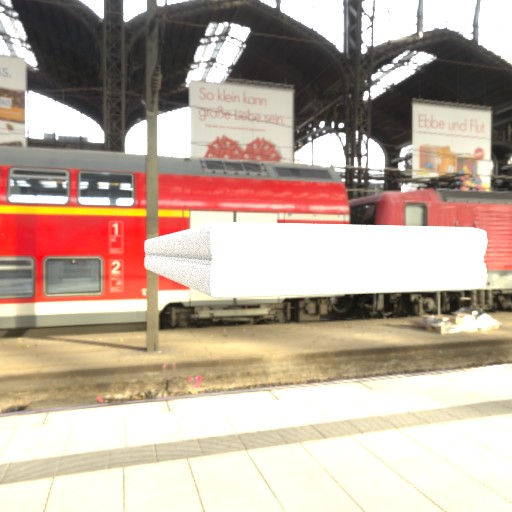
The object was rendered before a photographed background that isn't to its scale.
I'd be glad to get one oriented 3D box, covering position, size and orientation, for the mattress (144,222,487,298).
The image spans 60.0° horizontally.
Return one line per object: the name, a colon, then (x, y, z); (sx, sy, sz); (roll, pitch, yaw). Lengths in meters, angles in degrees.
mattress: (0.000, 0.000, 2.152); (0.900, 0.200, 1.900); (0, 1, -19)
